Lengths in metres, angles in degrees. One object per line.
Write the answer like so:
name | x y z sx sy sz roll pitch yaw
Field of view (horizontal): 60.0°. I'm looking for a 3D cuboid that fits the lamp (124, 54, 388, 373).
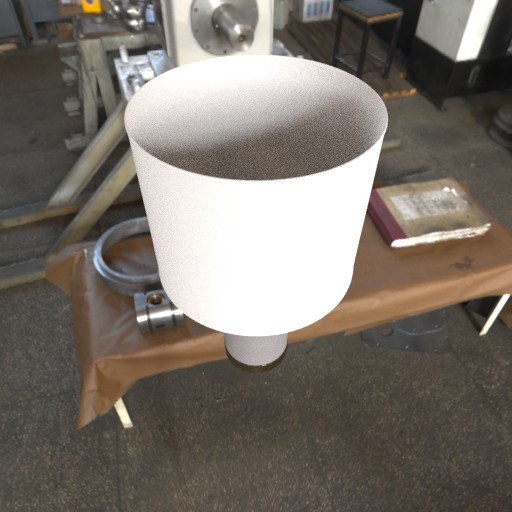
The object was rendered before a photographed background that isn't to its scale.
lamp | 0.000 0.000 0.527 0.229 0.380 0.229 0 45 0
